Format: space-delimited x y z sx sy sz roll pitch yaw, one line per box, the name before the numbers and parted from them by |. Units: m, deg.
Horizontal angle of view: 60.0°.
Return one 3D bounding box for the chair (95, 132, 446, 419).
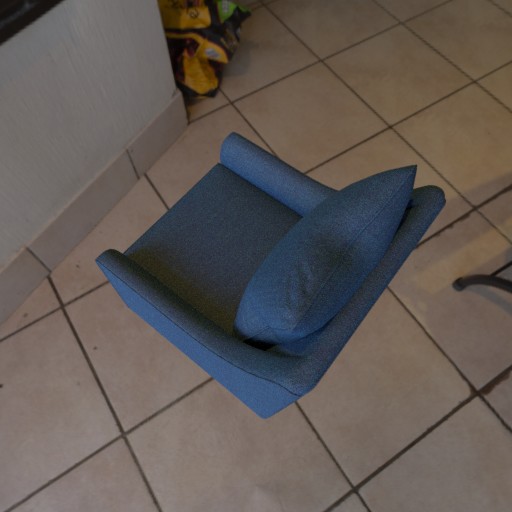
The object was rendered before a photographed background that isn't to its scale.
chair | 0.000 0.000 1.586 0.870 0.939 0.750 35 68 17
